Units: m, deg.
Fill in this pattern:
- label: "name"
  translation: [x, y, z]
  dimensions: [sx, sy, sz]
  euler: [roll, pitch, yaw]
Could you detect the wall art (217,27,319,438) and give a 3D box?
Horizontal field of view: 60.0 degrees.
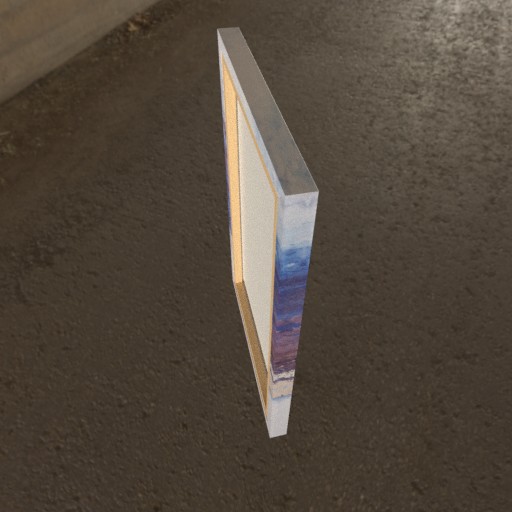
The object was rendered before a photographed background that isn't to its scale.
- label: "wall art"
  translation: [0.000, 0.000, 1.112]
  dimensions: [0.048, 0.874, 0.583]
  euler: [-9, 48, -8]
